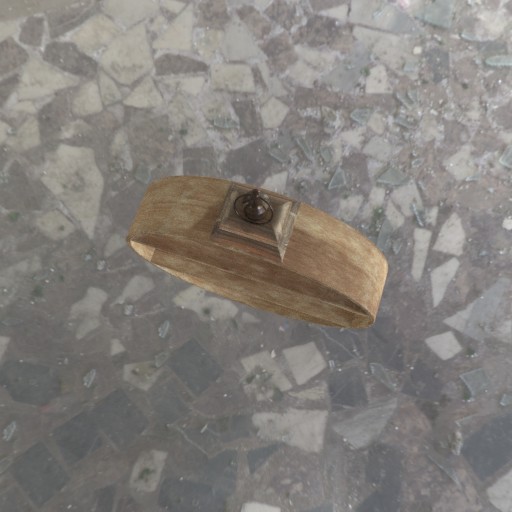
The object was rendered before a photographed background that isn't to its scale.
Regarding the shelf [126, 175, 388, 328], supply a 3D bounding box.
[{"bbox_3d":[0.000,0.000,1.013,0.601,0.725,0.125,18,75,5],"label":"shelf"}]
